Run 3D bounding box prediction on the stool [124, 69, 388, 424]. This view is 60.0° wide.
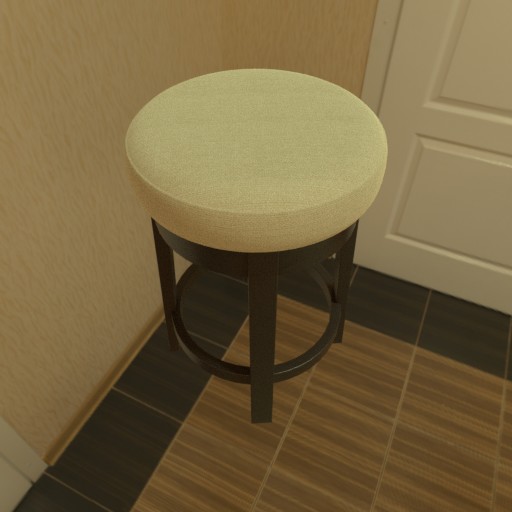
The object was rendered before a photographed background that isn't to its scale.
[{"bbox_3d":[0.000,0.000,0.939,0.449,0.655,0.449,0,46,0],"label":"stool"}]
